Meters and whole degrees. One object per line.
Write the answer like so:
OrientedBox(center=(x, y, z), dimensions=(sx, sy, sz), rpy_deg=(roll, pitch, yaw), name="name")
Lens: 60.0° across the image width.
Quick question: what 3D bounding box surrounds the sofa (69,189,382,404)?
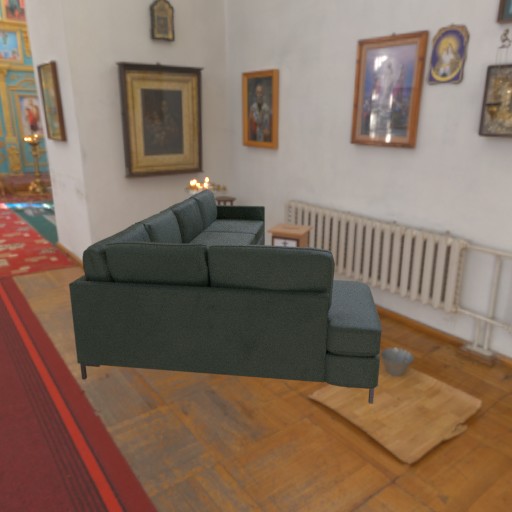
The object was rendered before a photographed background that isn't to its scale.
OrientedBox(center=(0.000, 0.000, 4.438), dimensions=(2.048, 0.996, 3.384), rpy_deg=(2, 16, 8), name="sofa")
